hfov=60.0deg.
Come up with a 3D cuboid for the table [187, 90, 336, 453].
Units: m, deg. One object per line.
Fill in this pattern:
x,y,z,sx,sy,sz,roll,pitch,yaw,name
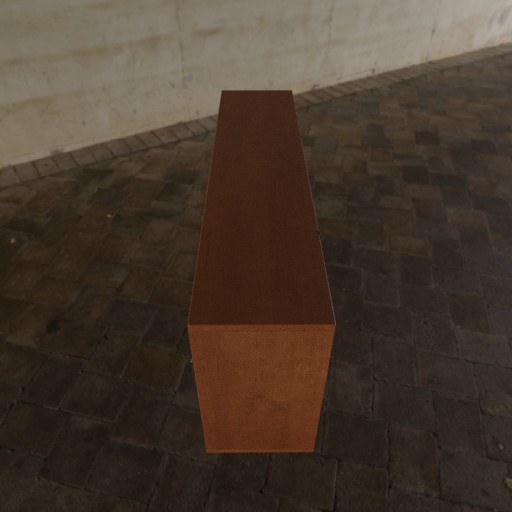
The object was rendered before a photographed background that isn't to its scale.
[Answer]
0.000,0.000,1.526,0.308,0.698,1.220,0,40,0,table
